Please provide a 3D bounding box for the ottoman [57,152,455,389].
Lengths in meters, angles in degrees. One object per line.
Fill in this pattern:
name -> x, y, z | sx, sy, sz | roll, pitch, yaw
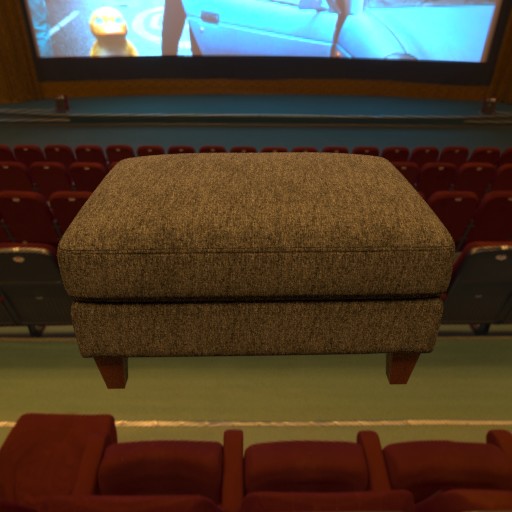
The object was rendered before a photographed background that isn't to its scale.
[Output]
ottoman -> 0.000, 0.000, 1.237 | 0.864, 0.483, 0.584 | -1, 31, -1
